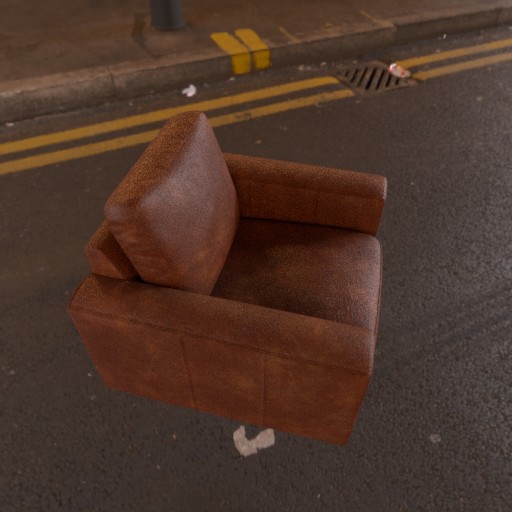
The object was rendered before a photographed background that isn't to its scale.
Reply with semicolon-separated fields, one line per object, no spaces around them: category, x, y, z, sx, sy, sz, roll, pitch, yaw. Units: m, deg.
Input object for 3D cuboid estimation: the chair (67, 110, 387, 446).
chair;0.000;0.000;1.763;1.016;0.873;1.005;10;47;10
